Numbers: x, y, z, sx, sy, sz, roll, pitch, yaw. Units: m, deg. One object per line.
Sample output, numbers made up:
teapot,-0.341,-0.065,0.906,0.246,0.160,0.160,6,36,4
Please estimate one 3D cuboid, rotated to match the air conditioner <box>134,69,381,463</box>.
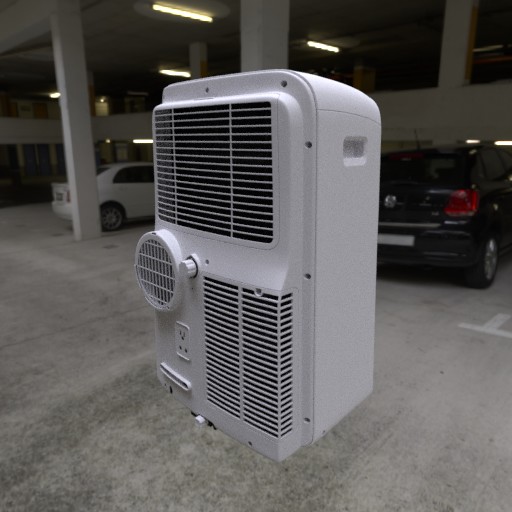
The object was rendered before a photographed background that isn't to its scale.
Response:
air conditioner,0.000,0.000,0.956,0.365,0.700,0.454,-14,20,-43
